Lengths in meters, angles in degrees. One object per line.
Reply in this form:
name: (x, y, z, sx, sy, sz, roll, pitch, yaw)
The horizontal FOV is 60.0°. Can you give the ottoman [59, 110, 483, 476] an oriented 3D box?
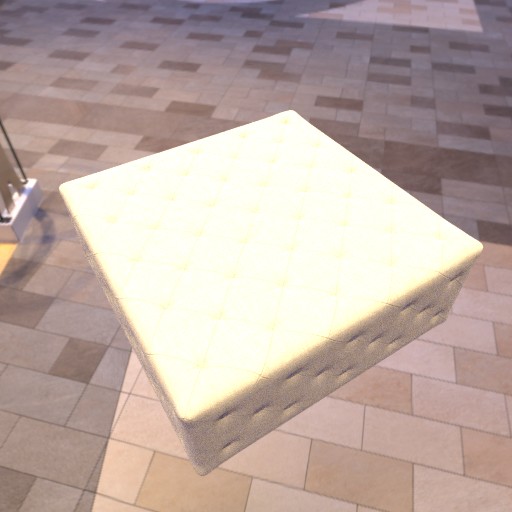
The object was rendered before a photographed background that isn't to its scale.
ottoman: (0.000, 0.000, 1.607, 1.028, 0.439, 1.028, -25, 51, -22)
